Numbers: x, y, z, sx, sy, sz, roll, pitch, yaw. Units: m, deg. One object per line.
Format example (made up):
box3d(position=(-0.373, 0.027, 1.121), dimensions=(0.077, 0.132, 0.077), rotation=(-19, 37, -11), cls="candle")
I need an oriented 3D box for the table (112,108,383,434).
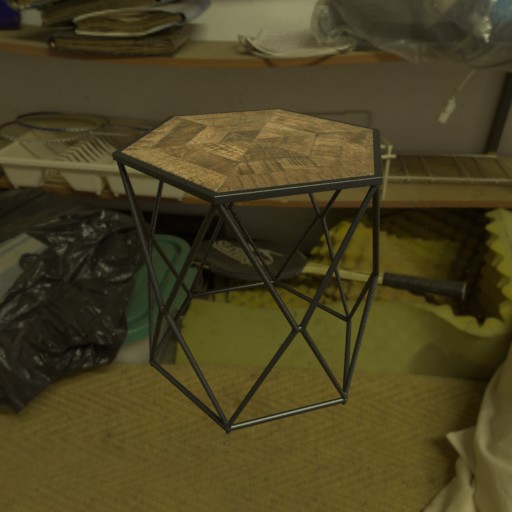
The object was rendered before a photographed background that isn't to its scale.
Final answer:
box3d(position=(0.000, 0.000, 1.068), dimensions=(0.578, 0.564, 0.579), rotation=(-9, 32, -14), cls="table")
